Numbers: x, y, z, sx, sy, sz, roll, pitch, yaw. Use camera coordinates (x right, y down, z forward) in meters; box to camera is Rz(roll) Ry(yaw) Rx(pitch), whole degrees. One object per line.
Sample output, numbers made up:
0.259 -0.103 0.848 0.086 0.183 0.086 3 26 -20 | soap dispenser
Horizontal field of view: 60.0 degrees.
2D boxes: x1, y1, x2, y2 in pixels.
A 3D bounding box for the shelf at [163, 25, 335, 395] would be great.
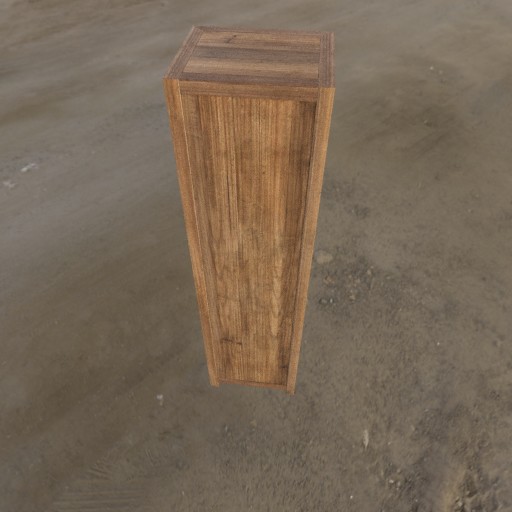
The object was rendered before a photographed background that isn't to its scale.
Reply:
0.000 0.000 2.109 0.500 1.900 0.428 5 47 5 | shelf
